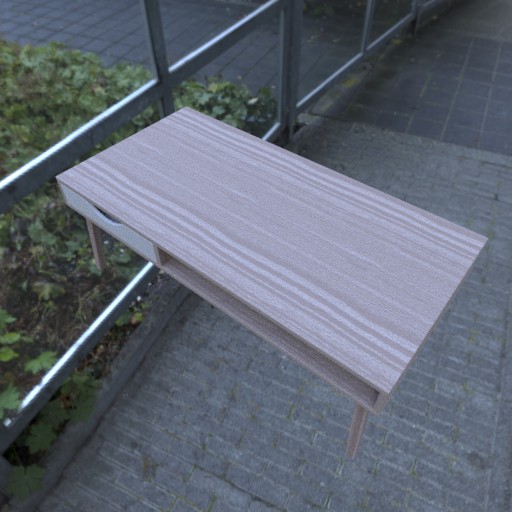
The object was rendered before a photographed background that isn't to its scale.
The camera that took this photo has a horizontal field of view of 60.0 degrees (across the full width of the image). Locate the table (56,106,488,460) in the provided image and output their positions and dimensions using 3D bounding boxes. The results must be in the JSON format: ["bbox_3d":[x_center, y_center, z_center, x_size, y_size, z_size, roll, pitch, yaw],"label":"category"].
[{"bbox_3d":[0.000,0.000,1.509,1.200,0.450,0.600,30,54,26],"label":"table"}]
